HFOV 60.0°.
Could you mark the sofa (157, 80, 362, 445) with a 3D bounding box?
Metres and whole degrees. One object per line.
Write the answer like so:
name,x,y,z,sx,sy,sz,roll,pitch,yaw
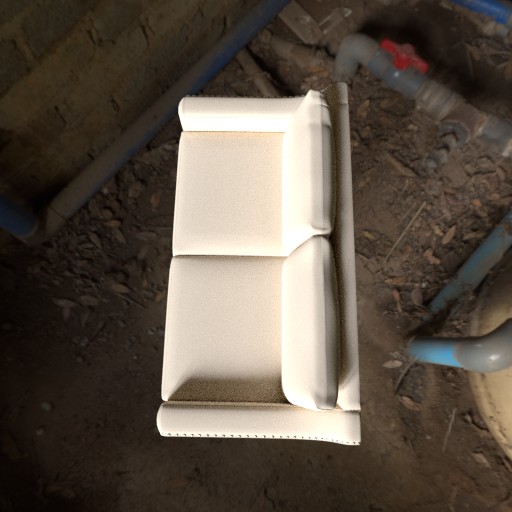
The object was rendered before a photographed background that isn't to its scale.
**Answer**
sofa,0.000,0.000,2.402,0.949,0.830,1.812,1,75,0
